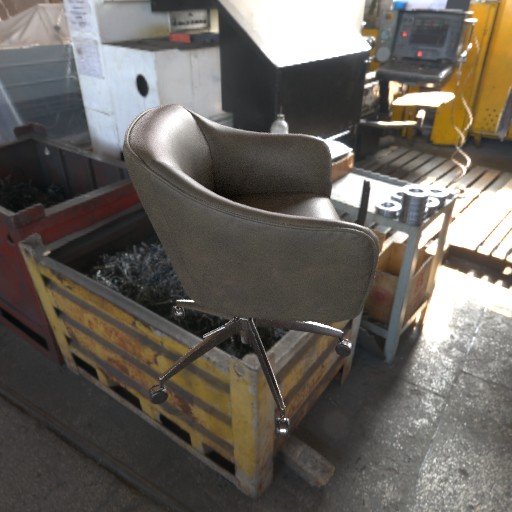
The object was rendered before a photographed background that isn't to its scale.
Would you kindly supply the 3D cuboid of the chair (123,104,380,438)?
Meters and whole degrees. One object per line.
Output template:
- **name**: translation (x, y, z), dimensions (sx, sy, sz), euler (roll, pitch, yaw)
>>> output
- **chair**: translation (0.000, 0.000, 1.364), dimensions (0.689, 0.827, 0.713), euler (-1, 32, -2)
